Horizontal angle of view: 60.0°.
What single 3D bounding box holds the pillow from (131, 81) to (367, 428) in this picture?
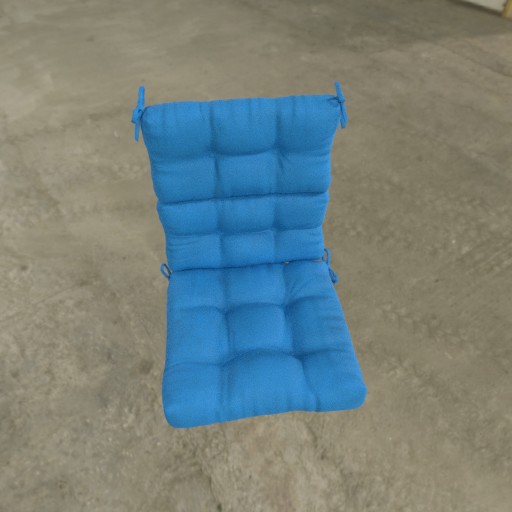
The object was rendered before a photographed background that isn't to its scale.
[{"bbox_3d":[0.000,0.000,1.044,0.519,0.605,0.571,-5,47,-4],"label":"pillow"}]
